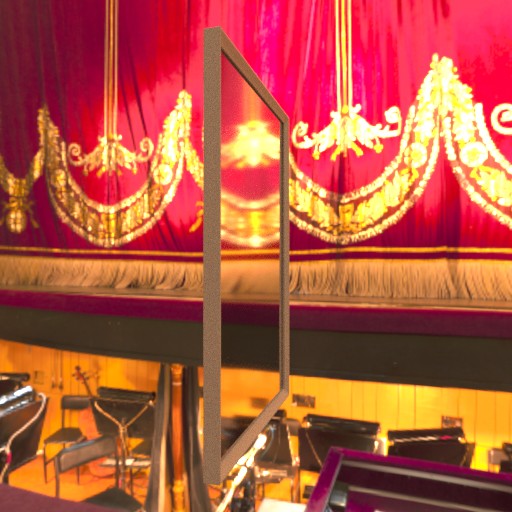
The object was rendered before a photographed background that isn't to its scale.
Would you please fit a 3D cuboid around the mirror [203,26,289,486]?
[{"bbox_3d":[0.000,0.000,1.178,0.041,0.915,0.609,0,0,17],"label":"mirror"}]
